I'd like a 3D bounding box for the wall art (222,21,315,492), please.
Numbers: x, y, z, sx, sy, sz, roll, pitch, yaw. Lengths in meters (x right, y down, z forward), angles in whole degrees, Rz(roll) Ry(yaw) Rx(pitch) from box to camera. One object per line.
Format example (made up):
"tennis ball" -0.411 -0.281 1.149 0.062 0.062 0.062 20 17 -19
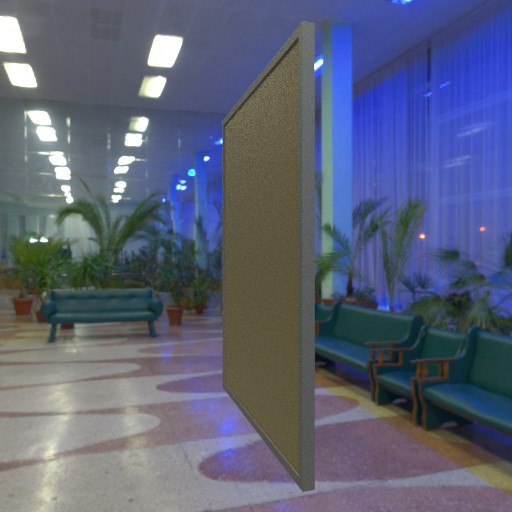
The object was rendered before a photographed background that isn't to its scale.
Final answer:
"wall art" 0.000 0.000 1.362 0.034 1.042 0.789 0 1 -17
